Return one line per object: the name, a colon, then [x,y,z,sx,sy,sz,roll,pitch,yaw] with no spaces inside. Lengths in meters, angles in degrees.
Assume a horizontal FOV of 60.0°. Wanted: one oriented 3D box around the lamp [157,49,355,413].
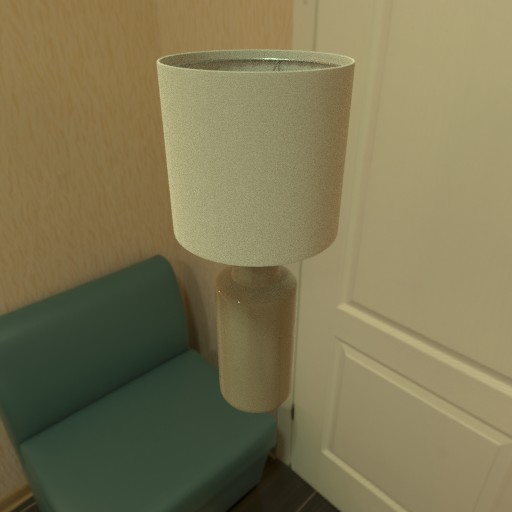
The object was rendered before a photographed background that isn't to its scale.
lamp: [0.000,0.000,0.603,0.212,0.493,0.212,8,31,14]
